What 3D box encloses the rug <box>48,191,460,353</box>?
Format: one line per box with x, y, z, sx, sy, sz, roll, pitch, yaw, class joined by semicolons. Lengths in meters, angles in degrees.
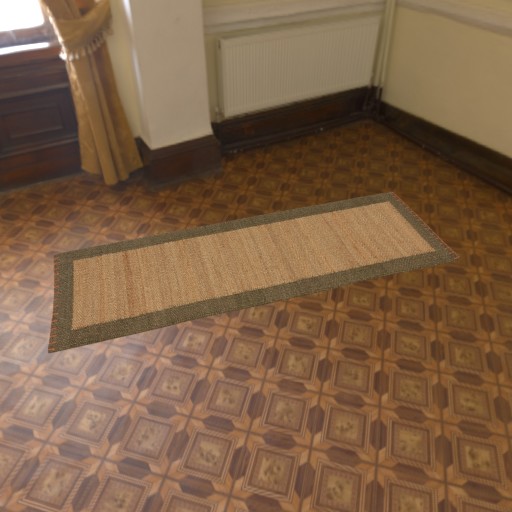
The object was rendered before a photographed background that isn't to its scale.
0.000;0.000;2.764;2.413;0.016;0.810;-11;42;-13;rug
